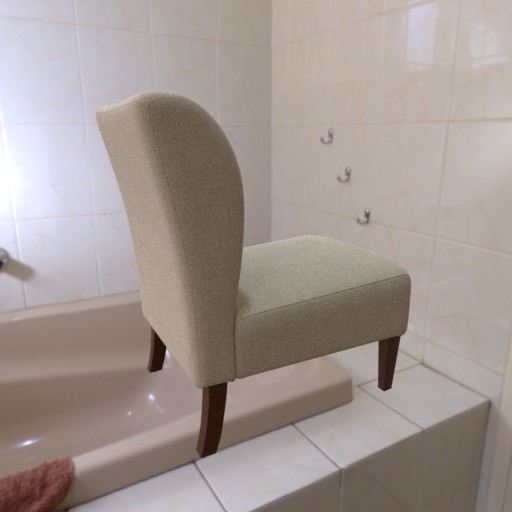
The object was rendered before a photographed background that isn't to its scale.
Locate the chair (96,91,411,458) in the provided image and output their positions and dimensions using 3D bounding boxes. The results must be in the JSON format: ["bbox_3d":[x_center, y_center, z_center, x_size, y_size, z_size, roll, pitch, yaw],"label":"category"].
[{"bbox_3d":[0.000,0.000,1.285,0.754,0.833,0.521,-8,17,-27],"label":"chair"}]
